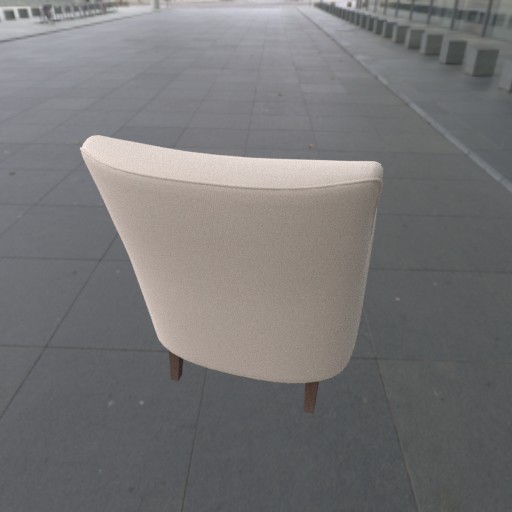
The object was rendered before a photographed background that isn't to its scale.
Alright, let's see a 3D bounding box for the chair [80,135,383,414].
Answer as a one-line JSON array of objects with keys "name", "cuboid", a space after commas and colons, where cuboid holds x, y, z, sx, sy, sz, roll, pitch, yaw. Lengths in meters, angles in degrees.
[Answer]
[{"name": "chair", "cuboid": [0.000, 0.000, 1.512, 0.756, 0.916, 0.879, 9, 32, 14]}]
